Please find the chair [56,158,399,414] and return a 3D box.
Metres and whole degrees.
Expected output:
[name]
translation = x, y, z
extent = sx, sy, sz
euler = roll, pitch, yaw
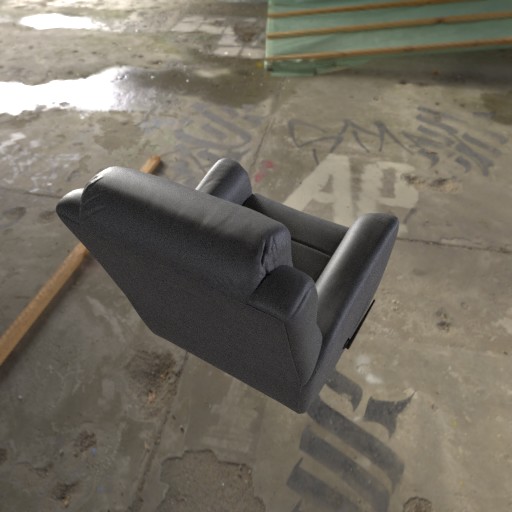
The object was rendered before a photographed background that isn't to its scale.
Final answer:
[chair]
translation = 0.000, 0.000, 1.863
extent = 0.967, 1.116, 1.068
euler = 23, 49, 22
